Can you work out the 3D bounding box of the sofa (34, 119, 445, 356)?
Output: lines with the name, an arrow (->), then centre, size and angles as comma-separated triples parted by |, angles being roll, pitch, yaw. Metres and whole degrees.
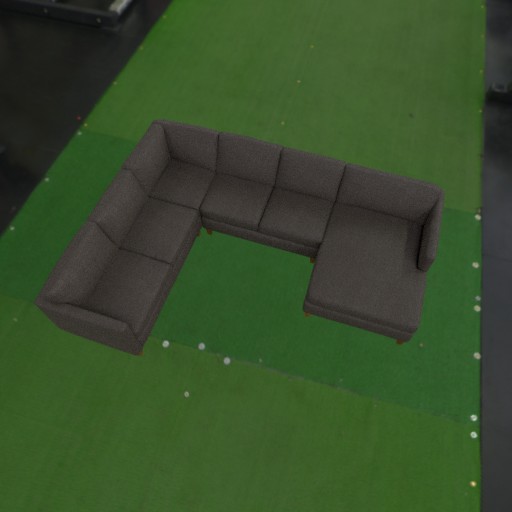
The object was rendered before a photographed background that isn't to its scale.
sofa -> 0.000, 0.000, 4.592 | 3.460, 0.961, 2.594 | 16, 59, 10
